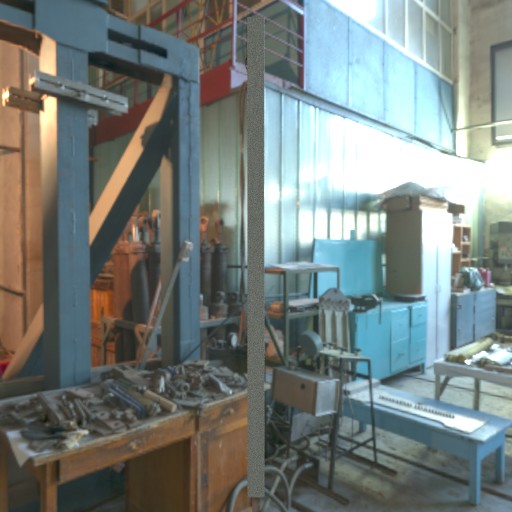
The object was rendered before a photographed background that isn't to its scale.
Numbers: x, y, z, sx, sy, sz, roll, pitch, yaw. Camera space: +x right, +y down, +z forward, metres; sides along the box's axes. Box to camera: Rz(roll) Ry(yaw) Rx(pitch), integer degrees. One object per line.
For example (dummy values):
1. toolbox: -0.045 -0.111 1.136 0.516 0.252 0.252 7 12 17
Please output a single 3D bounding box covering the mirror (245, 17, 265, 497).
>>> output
1. mirror: 0.000 0.000 1.317 0.040 1.016 0.762 0 1 0
